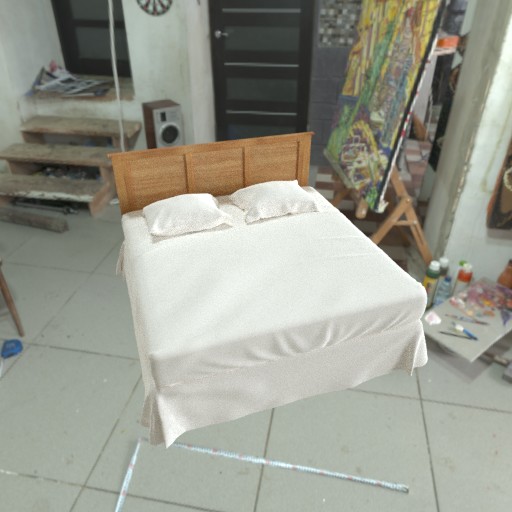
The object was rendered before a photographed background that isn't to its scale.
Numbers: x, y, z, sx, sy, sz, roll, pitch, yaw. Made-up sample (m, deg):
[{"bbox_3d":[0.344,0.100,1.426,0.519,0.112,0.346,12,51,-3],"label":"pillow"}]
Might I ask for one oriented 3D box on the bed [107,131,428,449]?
[{"bbox_3d":[0.000,0.000,3.696,2.317,1.270,2.215,-11,34,-16],"label":"bed"}]
